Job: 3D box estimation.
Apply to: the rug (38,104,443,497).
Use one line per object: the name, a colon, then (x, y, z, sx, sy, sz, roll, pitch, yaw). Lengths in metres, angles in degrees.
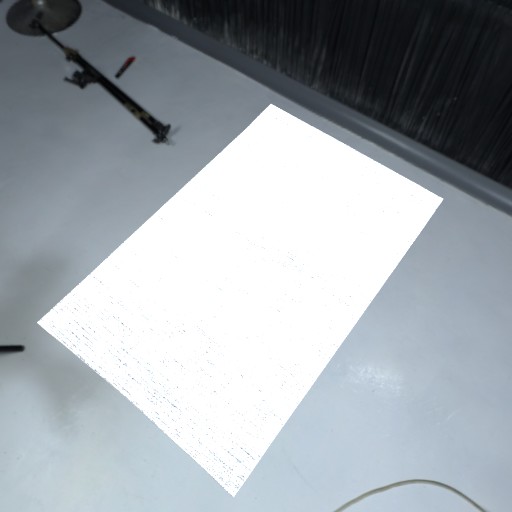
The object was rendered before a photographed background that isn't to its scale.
rug: (0.000, 0.000, 2.182, 1.149, 0.021, 1.773, 34, 67, 17)
